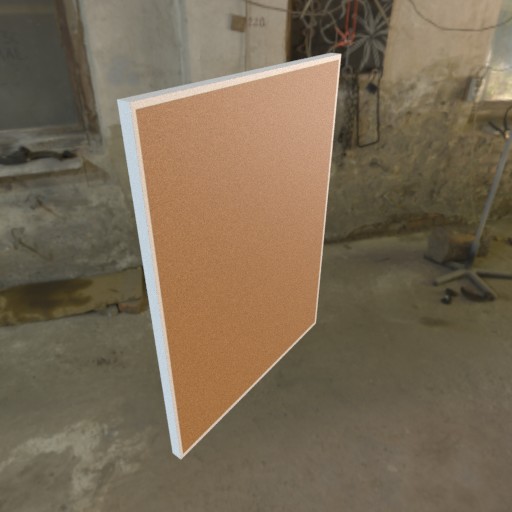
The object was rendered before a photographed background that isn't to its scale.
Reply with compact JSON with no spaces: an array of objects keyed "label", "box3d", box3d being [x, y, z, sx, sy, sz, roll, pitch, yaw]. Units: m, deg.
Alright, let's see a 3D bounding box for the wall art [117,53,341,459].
[{"label":"wall art","box3d":[0.000,0.000,1.347,0.039,1.050,0.795,22,38,31]}]
